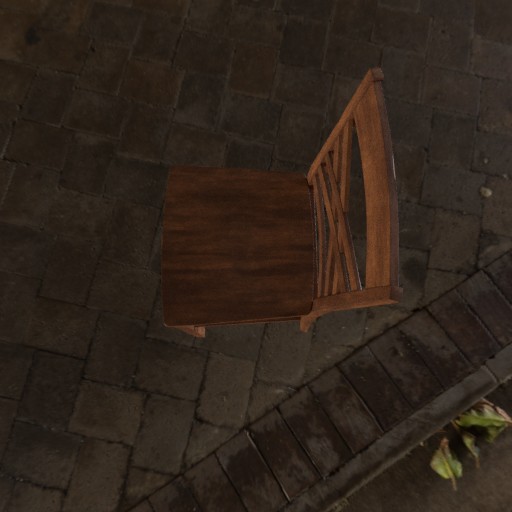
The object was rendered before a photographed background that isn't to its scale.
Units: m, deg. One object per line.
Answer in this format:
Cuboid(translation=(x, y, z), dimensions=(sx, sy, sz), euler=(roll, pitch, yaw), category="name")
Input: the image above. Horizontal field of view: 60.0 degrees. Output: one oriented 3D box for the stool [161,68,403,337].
Cuboid(translation=(0.000, 0.000, 1.293), dimensions=(0.487, 1.105, 0.433), euler=(0, 76, 0), category="stool")
